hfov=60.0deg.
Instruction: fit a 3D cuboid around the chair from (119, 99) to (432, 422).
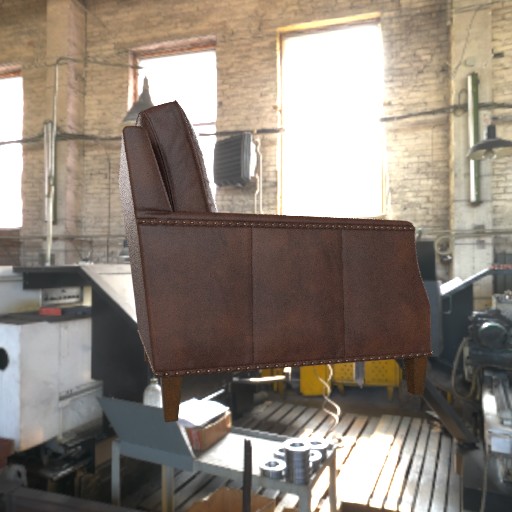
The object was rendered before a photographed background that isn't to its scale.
[{"bbox_3d":[0.000,0.000,1.723,1.014,0.929,0.853,0,-1,-18],"label":"chair"}]
